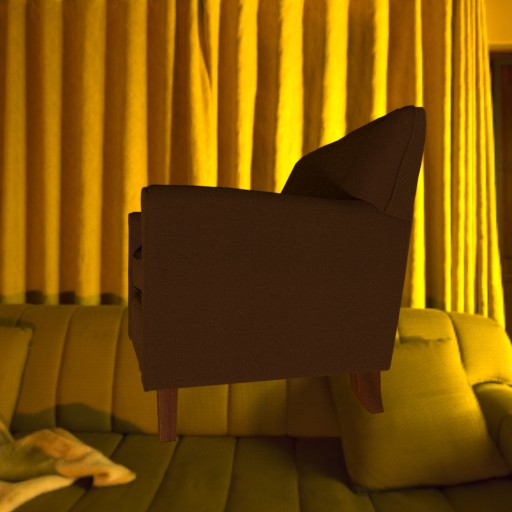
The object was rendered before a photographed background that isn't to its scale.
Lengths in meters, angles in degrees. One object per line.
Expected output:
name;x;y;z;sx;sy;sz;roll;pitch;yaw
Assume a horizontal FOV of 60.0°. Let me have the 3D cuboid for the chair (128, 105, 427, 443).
chair;0.000;0.000;1.557;0.831;0.911;0.836;0;0;-19
